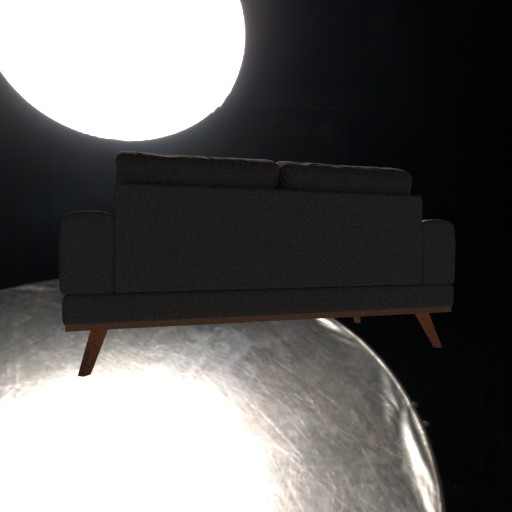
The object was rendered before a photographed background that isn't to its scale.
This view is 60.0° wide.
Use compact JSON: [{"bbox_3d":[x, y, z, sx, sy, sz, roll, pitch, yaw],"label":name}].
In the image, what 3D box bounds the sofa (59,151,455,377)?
[{"bbox_3d":[0.000,0.000,2.099,1.650,0.810,0.785,0,1,-18],"label":"sofa"}]
